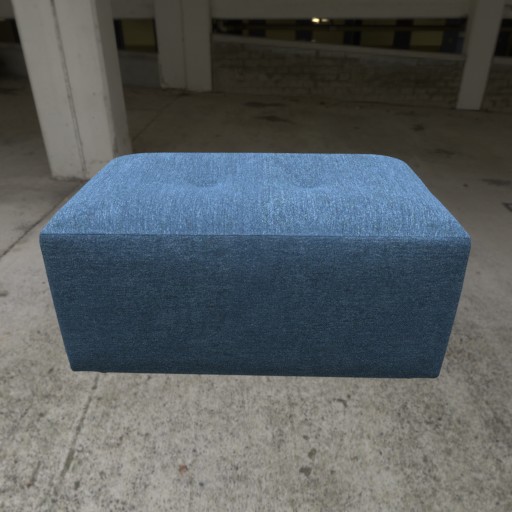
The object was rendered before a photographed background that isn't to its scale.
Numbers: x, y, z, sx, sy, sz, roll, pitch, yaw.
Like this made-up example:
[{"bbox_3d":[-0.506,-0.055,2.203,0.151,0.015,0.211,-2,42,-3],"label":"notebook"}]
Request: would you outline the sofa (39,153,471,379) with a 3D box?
[{"bbox_3d":[0.000,0.000,1.204,0.930,0.470,0.480,1,29,1],"label":"sofa"}]
